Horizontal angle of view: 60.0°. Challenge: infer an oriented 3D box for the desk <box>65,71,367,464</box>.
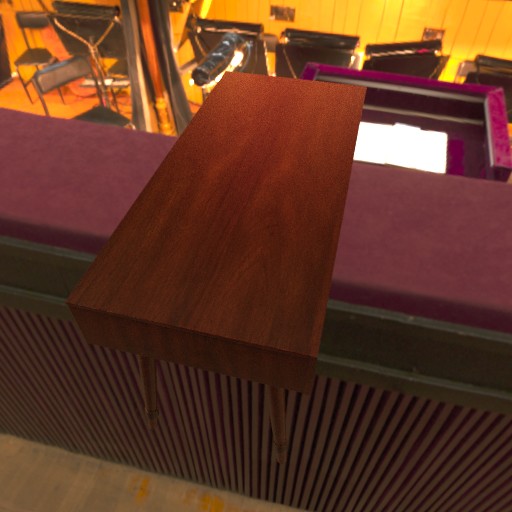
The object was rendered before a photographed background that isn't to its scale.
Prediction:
[{"bbox_3d":[0.000,0.000,2.113,0.734,1.031,1.577,11,47,10],"label":"desk"}]
